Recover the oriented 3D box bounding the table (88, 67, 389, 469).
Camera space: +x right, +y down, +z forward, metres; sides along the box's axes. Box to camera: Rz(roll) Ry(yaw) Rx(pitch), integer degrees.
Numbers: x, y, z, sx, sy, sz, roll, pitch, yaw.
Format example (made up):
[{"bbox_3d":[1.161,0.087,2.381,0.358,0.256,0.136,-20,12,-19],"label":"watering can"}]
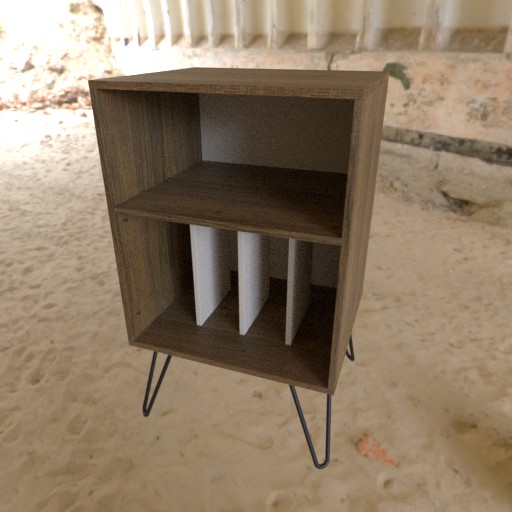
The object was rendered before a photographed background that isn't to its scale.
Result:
[{"bbox_3d":[0.000,0.000,1.144,0.526,0.866,0.457,9,28,18],"label":"table"}]
